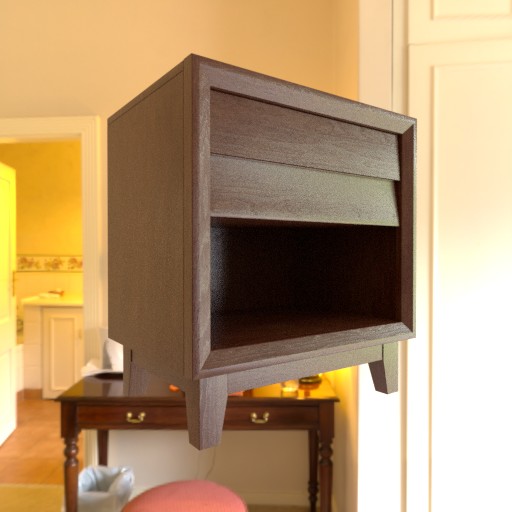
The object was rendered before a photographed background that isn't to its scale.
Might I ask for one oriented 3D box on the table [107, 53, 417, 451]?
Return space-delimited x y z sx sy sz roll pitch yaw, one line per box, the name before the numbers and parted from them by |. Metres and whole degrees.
table | 0.000 0.000 1.004 0.557 0.609 0.449 0 1 -36
